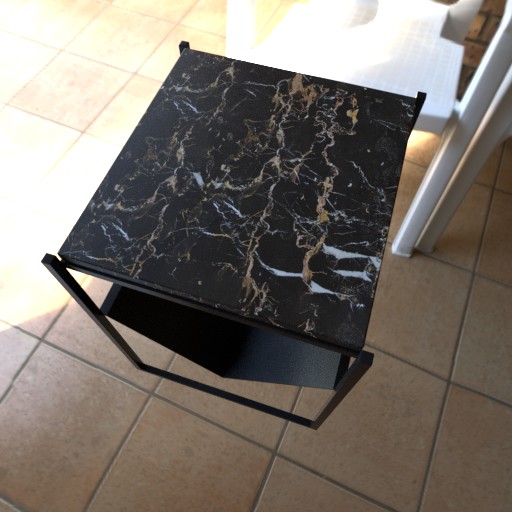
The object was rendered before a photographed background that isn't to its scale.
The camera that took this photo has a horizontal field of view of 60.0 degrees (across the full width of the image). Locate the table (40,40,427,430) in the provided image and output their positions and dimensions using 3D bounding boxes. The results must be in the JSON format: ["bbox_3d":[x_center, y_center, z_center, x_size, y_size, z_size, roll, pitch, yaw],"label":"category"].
[{"bbox_3d":[0.000,0.000,0.878,0.432,0.534,0.469,16,62,9],"label":"table"}]
